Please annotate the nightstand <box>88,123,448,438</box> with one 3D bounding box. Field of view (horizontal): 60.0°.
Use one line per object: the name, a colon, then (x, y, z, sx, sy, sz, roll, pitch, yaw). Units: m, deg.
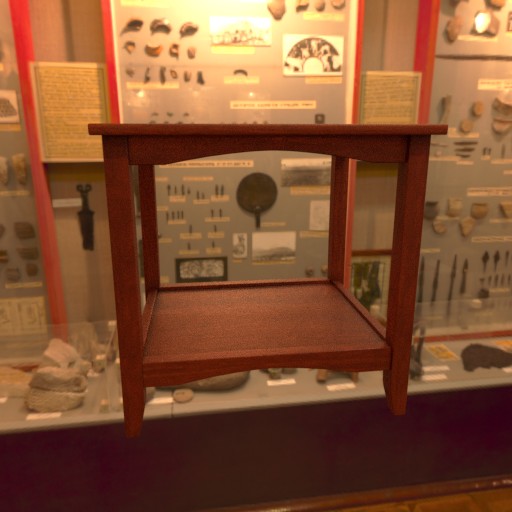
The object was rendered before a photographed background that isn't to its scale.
nightstand: (0.000, 0.000, 0.989, 0.558, 0.558, 0.501, -2, 16, -7)
